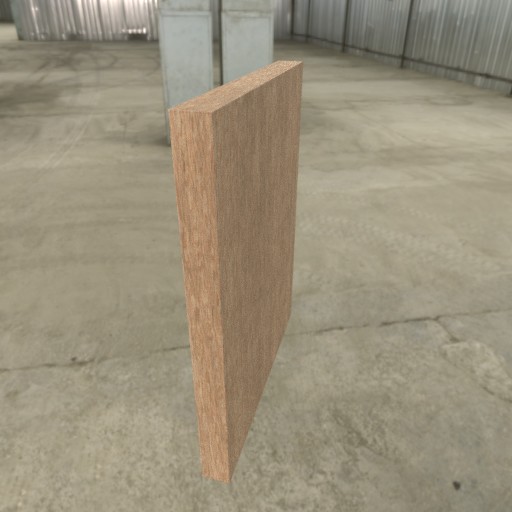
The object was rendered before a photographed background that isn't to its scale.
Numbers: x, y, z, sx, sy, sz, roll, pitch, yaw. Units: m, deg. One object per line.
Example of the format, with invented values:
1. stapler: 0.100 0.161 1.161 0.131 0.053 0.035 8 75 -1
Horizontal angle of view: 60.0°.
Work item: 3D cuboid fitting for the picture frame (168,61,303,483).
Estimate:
1. picture frame: 0.000 0.000 0.700 0.043 0.526 0.424 8 30 14
